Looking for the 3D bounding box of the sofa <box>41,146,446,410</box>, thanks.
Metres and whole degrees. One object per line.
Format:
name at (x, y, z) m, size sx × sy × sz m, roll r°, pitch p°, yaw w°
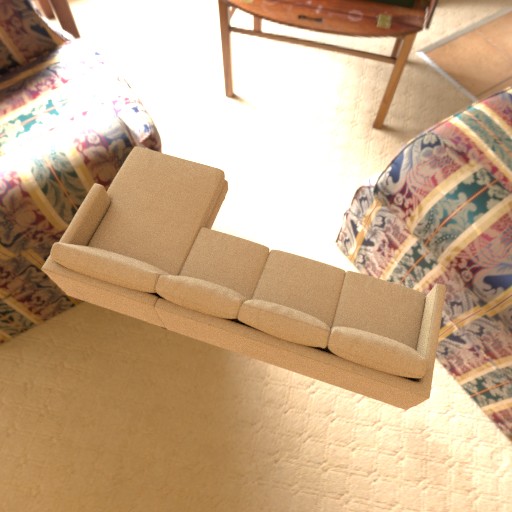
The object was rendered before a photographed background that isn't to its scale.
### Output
sofa at (0.000, 0.000, 3.957) m, size 3.186 × 0.846 × 1.625 m, roll 17°, pitch 64°, yaw 8°
